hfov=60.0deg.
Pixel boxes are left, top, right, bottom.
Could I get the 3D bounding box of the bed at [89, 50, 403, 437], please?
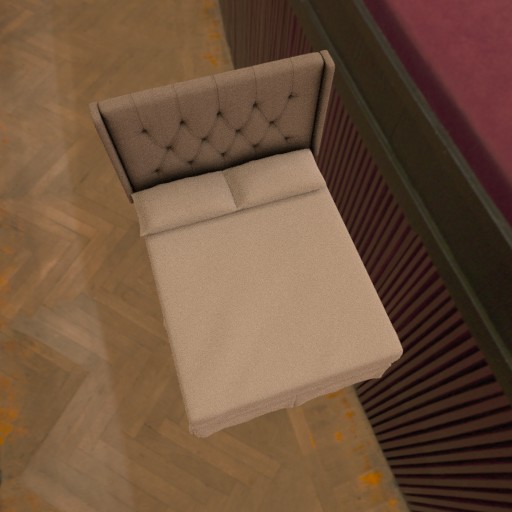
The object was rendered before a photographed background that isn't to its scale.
[{"bbox_3d":[0.000,0.000,3.334,1.719,1.665,2.066,-16,65,-8],"label":"bed"}]
